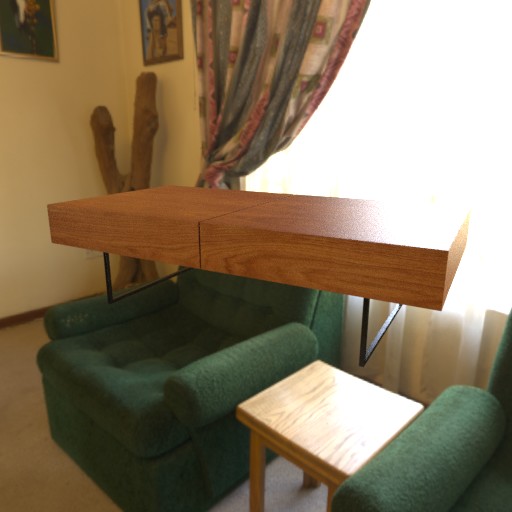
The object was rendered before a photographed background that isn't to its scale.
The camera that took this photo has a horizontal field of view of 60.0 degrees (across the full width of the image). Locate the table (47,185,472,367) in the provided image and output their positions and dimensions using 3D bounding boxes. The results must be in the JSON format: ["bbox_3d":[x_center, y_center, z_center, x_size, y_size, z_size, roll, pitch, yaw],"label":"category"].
[{"bbox_3d":[0.000,0.000,1.442,1.194,0.330,0.610,8,18,28],"label":"table"}]
